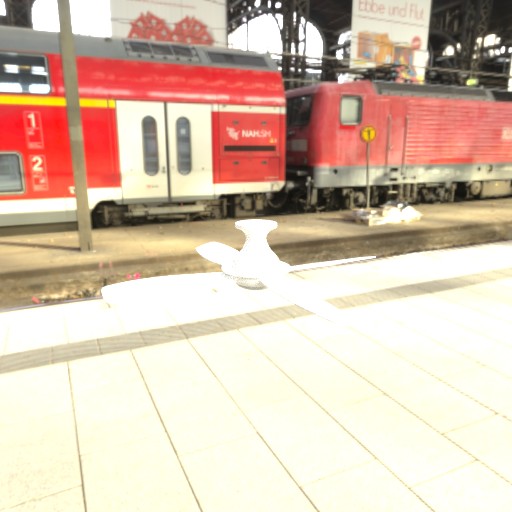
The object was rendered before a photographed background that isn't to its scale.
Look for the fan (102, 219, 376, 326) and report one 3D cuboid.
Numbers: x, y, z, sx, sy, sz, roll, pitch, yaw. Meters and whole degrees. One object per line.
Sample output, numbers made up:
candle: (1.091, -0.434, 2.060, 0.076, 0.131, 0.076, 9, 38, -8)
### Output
fan: (0.000, 0.000, 2.527, 1.694, 0.382, 1.693, -7, 16, -26)
